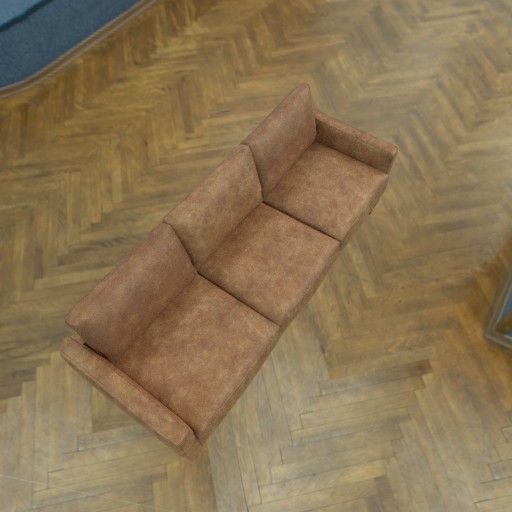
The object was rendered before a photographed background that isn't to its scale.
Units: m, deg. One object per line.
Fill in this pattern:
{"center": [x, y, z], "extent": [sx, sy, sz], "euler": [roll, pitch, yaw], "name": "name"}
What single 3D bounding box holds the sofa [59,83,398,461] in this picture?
{"center": [0.000, 0.000, 2.423], "extent": [0.748, 0.863, 2.029], "euler": [31, 63, 18], "name": "sofa"}
